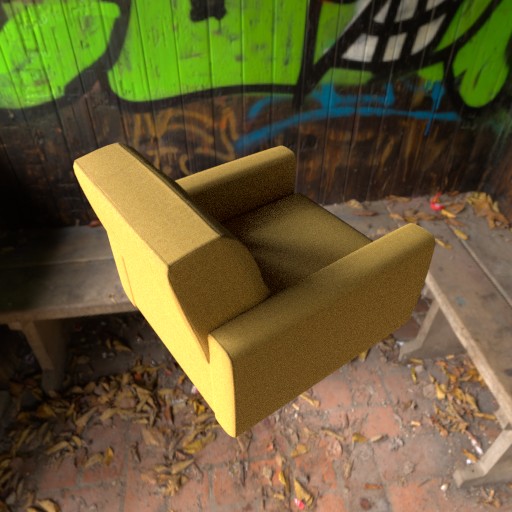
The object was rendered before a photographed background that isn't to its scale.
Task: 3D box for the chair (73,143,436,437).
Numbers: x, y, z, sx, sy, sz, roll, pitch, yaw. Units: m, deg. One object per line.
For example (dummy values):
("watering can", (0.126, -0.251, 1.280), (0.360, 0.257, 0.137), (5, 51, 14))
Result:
("chair", (0.000, 0.000, 1.567), (0.909, 0.841, 0.831), (-26, 47, -27))
